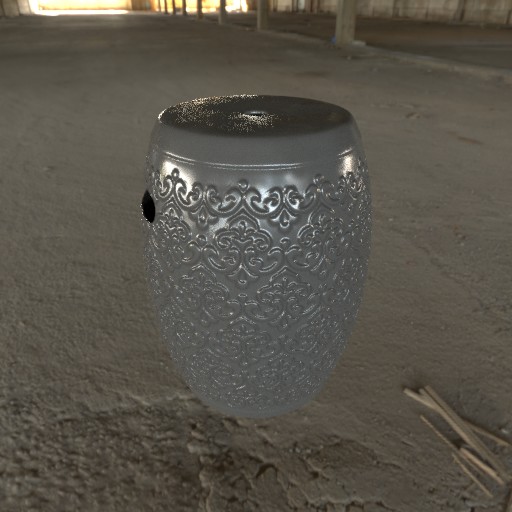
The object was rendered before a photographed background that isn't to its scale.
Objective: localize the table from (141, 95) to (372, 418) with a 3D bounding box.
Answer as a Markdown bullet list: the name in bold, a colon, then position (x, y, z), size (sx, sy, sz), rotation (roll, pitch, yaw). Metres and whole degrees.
- **table**: position (0.000, 0.000, 0.626), size (0.309, 0.397, 0.309), rotation (0, 30, 0)
